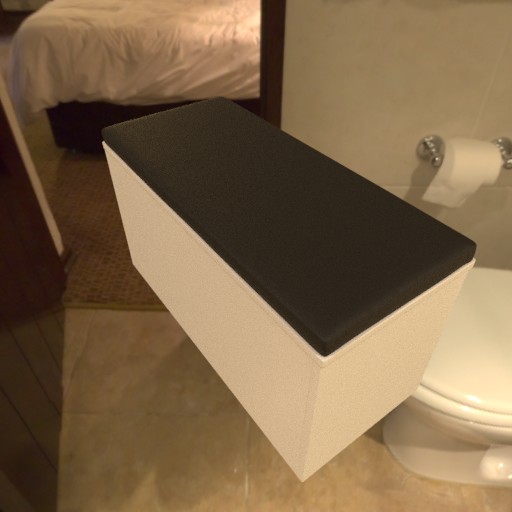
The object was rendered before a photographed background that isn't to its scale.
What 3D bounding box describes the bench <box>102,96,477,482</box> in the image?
[{"bbox_3d":[0.000,0.000,1.175,0.401,0.500,0.899,-26,47,-26],"label":"bench"}]
